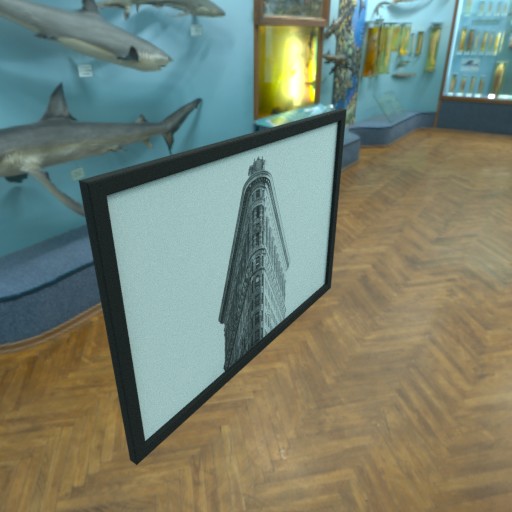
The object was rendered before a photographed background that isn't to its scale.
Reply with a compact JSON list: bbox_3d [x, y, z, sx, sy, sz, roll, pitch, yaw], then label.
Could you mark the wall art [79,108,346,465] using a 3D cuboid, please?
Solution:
[{"bbox_3d":[0.000,0.000,1.207,0.026,0.656,0.958,18,32,31],"label":"wall art"}]
